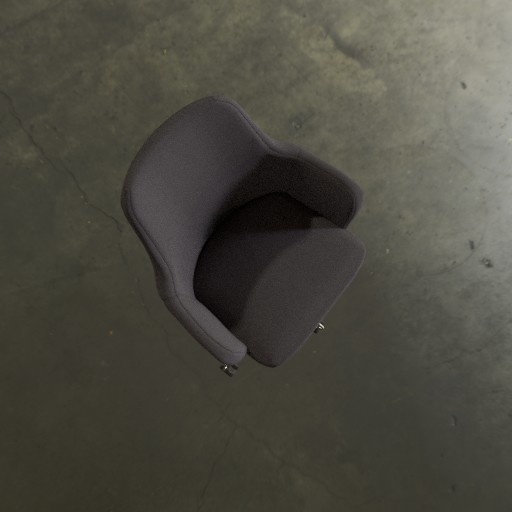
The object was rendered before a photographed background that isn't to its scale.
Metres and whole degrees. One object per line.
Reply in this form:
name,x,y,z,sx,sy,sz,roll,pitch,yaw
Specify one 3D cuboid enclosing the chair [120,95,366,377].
chair,0.000,0.000,1.297,0.600,0.820,0.655,38,79,9
